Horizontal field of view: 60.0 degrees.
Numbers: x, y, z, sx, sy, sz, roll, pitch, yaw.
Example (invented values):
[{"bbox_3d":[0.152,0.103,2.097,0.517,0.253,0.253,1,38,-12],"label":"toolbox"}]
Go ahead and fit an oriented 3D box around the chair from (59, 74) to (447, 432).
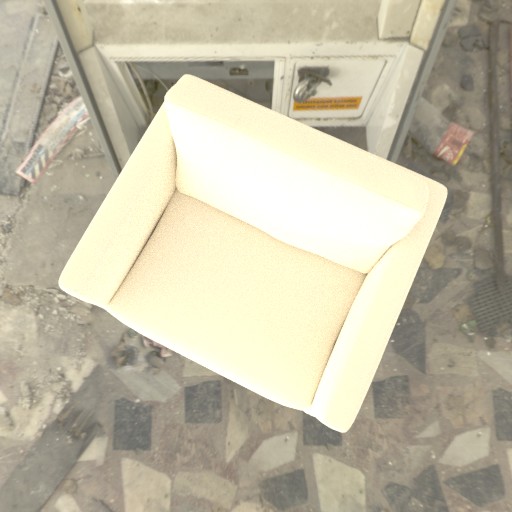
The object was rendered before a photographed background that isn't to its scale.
[{"bbox_3d":[0.000,0.000,1.648,1.019,0.885,0.878,25,78,6],"label":"chair"}]
